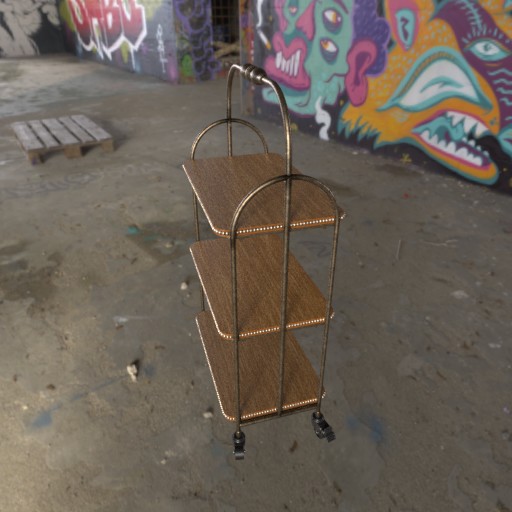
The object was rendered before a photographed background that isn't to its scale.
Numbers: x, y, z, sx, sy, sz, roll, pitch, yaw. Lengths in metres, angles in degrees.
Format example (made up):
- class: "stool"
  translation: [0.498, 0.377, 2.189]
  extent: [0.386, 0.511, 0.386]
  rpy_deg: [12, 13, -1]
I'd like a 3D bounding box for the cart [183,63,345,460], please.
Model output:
- class: "cart"
  translation: [0.000, 0.000, 1.330]
  extent: [0.330, 1.052, 0.650]
  rpy_deg: [-8, 31, -14]
